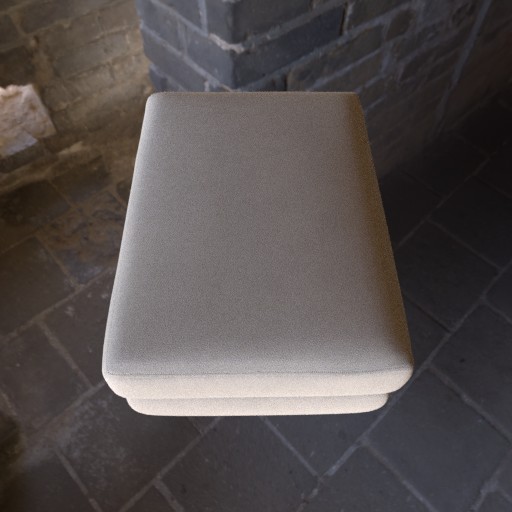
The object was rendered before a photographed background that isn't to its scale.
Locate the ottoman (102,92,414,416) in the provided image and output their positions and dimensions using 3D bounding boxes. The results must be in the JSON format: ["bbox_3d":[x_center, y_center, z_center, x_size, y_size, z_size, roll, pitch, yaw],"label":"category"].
[{"bbox_3d":[0.000,0.000,1.127,0.569,0.504,0.773,-1,58,0],"label":"ottoman"}]
